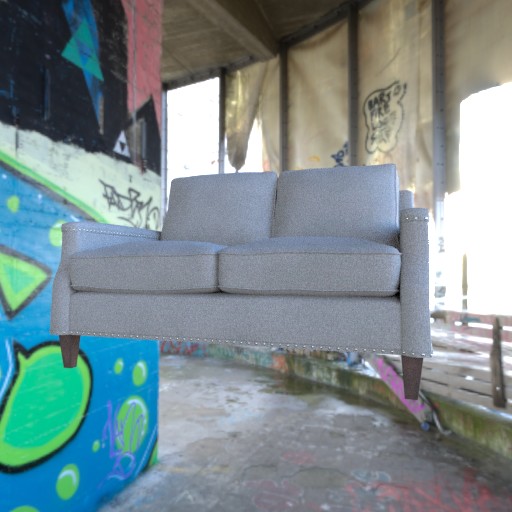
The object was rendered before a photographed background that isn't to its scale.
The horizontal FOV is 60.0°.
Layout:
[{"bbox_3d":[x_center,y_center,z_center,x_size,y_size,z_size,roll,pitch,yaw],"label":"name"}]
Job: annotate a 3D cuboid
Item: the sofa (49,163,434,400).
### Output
[{"bbox_3d":[0.000,0.000,2.210,1.597,1.003,1.084,0,-1,19],"label":"sofa"}]
